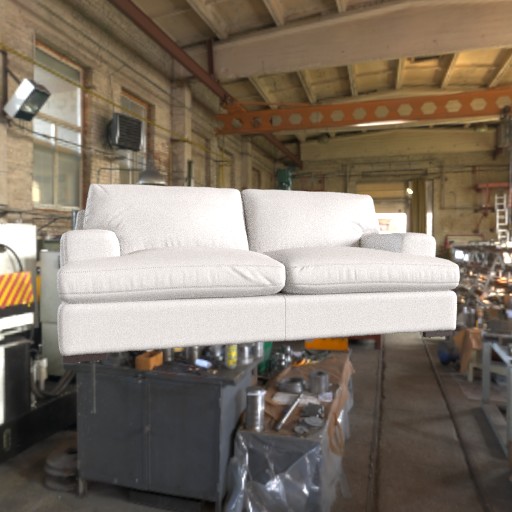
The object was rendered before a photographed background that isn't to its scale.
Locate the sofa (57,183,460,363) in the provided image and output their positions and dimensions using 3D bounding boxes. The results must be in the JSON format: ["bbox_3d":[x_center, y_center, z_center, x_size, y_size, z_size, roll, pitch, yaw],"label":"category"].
[{"bbox_3d":[0.000,0.000,2.796,2.261,0.940,1.143,0,1,-17],"label":"sofa"}]
